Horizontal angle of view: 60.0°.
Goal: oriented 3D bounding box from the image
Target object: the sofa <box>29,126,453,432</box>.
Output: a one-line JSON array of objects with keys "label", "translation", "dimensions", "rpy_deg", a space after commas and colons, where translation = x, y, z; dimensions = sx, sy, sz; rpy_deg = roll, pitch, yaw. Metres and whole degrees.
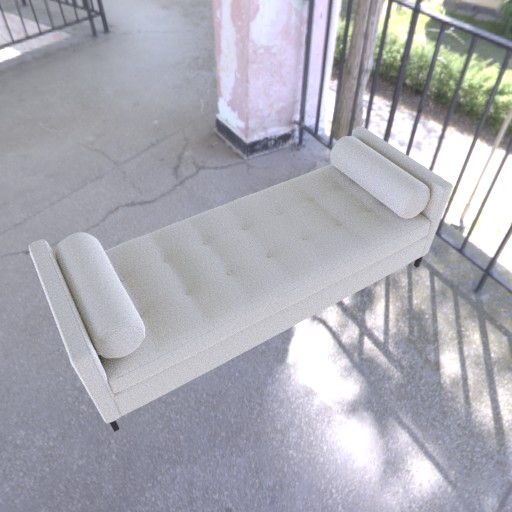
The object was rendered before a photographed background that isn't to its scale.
[{"label": "sofa", "translation": [0.000, 0.000, 2.353], "dimensions": [1.985, 0.641, 0.746], "rpy_deg": [-24, 50, -22]}]
